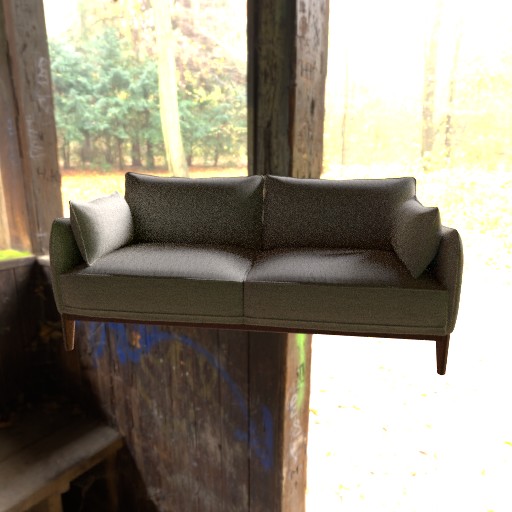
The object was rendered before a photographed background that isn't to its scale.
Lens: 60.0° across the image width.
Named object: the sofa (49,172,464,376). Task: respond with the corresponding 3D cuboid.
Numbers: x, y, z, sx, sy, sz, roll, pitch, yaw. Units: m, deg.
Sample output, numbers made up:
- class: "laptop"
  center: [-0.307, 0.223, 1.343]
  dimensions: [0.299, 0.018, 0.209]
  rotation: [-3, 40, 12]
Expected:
- class: "sofa"
  center: [0.000, 0.000, 2.484]
  dimensions: [1.989, 0.860, 0.991]
  rotation: [2, 15, 7]
